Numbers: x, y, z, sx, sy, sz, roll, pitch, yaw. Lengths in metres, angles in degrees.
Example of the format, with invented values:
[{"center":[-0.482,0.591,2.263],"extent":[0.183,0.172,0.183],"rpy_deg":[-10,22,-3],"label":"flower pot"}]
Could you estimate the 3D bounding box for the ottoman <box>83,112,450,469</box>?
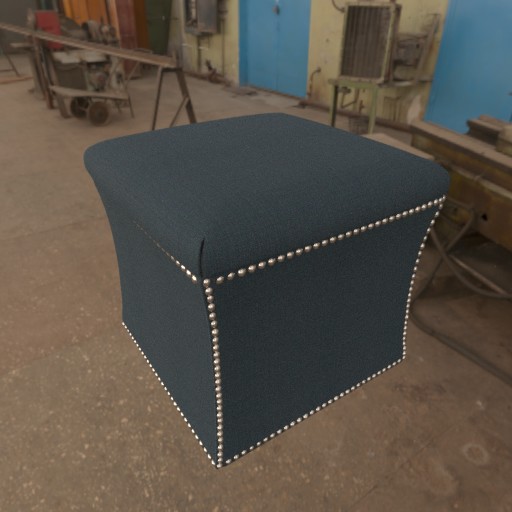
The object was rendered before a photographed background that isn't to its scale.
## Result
[{"center":[0.000,0.000,0.903],"extent":[0.507,0.475,0.497],"rpy_deg":[-19,36,-29],"label":"ottoman"}]
